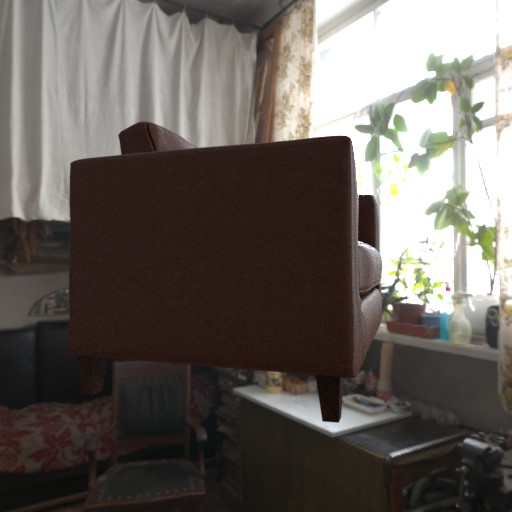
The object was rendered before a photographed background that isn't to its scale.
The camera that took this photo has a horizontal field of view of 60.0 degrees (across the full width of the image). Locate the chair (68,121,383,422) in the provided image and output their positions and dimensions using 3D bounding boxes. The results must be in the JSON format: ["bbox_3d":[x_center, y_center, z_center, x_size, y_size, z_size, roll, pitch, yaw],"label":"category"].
[{"bbox_3d":[0.000,0.000,1.792,0.959,0.917,1.107,0,-1,19],"label":"chair"}]
